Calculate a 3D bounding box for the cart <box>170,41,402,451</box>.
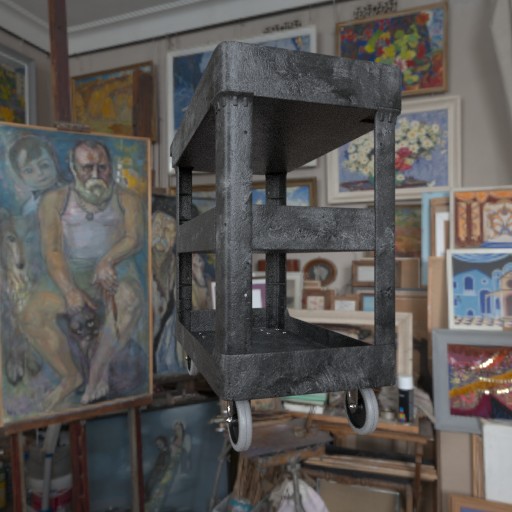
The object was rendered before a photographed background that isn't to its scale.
[{"bbox_3d":[0.000,0.000,1.320,0.420,0.824,0.877,0,0,-17],"label":"cart"}]
